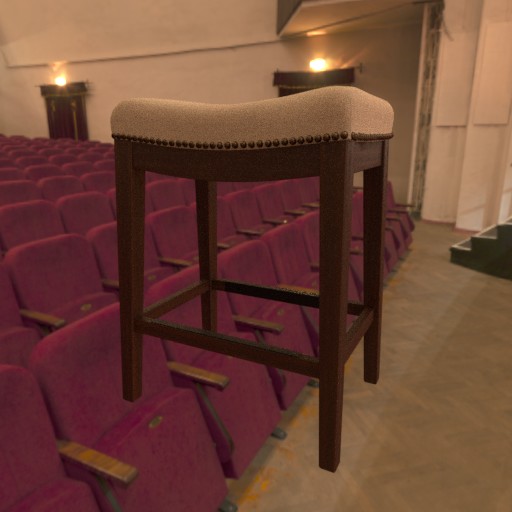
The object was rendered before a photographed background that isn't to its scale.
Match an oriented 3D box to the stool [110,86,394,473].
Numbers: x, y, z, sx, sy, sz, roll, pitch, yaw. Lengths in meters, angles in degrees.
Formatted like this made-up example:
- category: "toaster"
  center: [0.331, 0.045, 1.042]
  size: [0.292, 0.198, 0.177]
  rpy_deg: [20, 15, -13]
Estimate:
- category: "stool"
  center: [0.000, 0.000, 0.981]
  size: [0.509, 0.669, 0.363]
  rpy_deg: [8, 17, 26]
